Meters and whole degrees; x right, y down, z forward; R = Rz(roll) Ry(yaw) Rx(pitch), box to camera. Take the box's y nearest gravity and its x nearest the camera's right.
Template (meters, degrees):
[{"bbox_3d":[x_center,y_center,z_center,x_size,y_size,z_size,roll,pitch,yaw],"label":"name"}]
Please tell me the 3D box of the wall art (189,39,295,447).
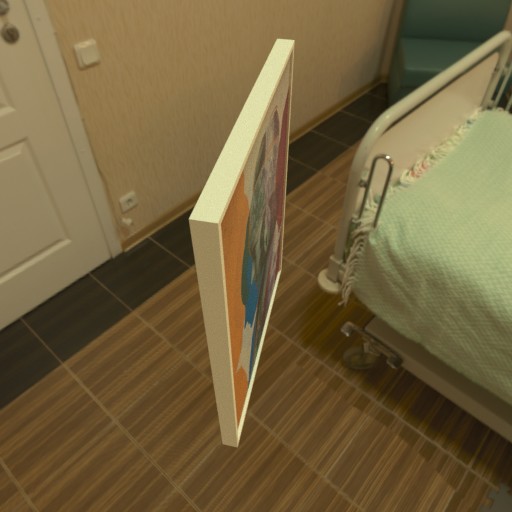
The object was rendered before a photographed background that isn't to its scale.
[{"bbox_3d":[0.000,0.000,0.758,0.030,0.549,0.443,9,47,9],"label":"wall art"}]
